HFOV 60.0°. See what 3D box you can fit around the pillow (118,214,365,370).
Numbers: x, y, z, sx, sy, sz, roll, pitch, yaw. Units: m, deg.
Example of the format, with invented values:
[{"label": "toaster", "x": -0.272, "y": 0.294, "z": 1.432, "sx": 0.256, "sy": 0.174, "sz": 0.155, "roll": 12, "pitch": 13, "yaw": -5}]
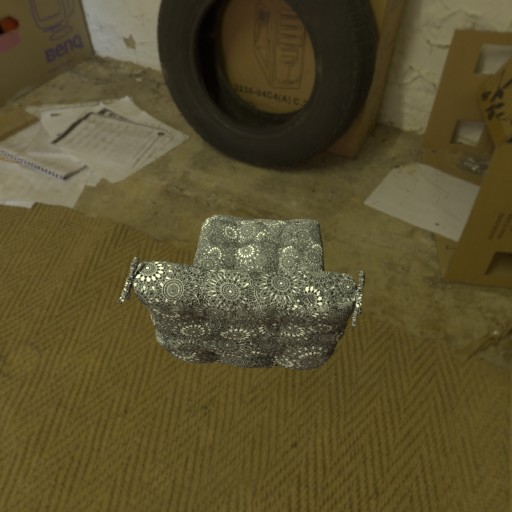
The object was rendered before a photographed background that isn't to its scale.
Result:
[{"label": "pillow", "x": 0.000, "y": 0.000, "z": 1.518, "sx": 0.526, "sy": 0.863, "sz": 1.016, "roll": 3, "pitch": 47, "yaw": 3}]
